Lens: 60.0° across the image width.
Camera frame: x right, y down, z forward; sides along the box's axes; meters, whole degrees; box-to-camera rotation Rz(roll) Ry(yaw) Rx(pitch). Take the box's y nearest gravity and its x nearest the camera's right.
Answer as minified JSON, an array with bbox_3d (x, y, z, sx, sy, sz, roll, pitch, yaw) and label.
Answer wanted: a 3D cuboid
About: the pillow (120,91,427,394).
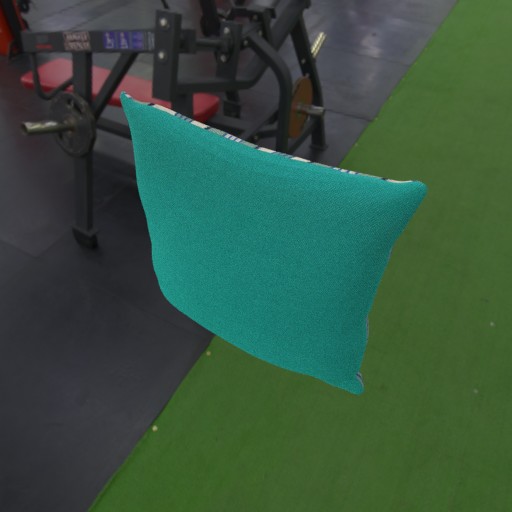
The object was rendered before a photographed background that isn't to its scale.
[{"bbox_3d":[0.000,0.000,0.691,0.440,0.441,0.182,24,51,21],"label":"pillow"}]
